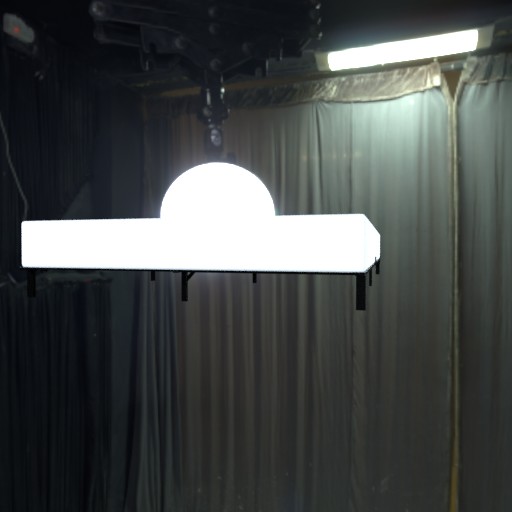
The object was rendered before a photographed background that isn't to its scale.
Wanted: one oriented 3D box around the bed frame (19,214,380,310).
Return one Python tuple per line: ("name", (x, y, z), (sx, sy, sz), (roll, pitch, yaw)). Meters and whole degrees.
("bed frame", (0.000, 0.000, 3.674), (1.930, 0.440, 2.987), (0, 1, 17))
